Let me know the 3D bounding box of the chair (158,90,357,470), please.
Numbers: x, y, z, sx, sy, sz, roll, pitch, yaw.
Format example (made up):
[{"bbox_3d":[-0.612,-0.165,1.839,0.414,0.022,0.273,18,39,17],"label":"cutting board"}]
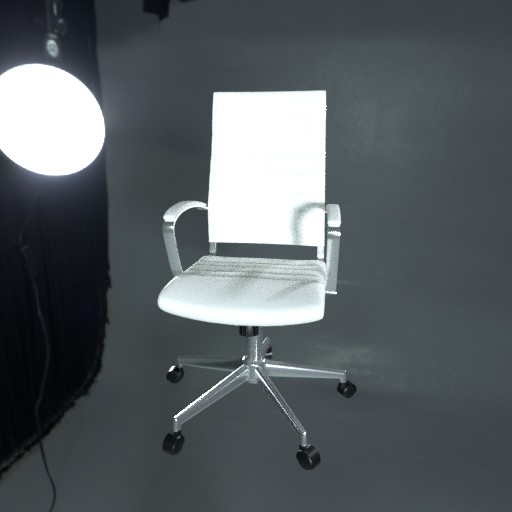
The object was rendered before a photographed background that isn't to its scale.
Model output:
[{"bbox_3d":[0.000,0.000,1.564,0.766,1.149,0.739,2,15,9],"label":"chair"}]
